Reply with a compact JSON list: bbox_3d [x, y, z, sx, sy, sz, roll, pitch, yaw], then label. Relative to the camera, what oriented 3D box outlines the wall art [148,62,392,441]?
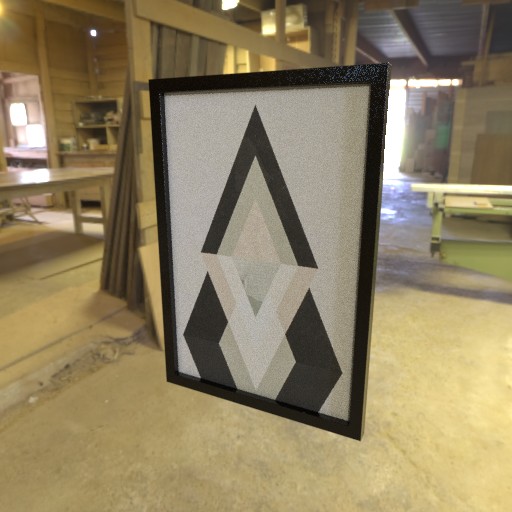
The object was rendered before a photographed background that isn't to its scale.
[{"bbox_3d":[0.000,0.000,0.591,0.314,0.455,0.019,8,17,26],"label":"wall art"}]
